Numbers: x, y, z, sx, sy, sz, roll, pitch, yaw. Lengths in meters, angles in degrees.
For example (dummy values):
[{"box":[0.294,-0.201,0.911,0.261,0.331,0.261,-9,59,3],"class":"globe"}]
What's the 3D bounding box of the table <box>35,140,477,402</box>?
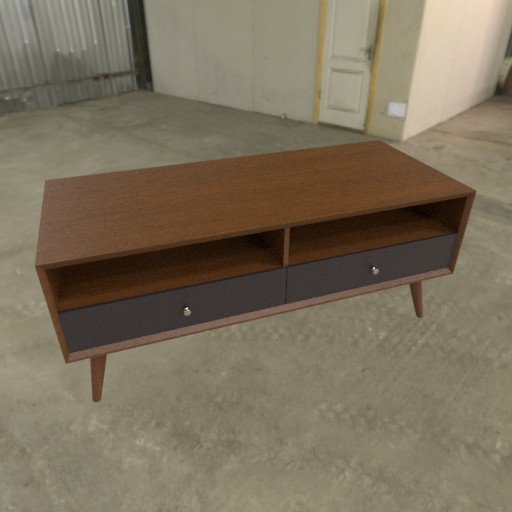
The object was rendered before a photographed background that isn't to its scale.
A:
[{"box":[0.000,0.000,1.368,1.119,0.464,0.490,-11,34,-17],"class":"table"}]
